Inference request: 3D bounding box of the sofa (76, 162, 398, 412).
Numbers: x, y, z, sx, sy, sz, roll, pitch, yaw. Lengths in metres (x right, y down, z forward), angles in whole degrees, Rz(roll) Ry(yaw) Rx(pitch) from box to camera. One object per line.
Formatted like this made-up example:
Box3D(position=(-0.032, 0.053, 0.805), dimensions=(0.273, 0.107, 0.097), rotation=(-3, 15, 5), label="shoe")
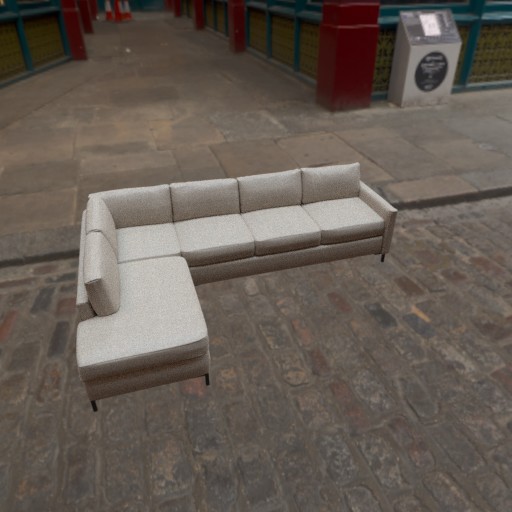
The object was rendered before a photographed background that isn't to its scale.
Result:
Box3D(position=(0.000, 0.000, 3.217), dimensions=(2.423, 0.703, 1.617), rotation=(-9, 34, -14), label="sofa")
